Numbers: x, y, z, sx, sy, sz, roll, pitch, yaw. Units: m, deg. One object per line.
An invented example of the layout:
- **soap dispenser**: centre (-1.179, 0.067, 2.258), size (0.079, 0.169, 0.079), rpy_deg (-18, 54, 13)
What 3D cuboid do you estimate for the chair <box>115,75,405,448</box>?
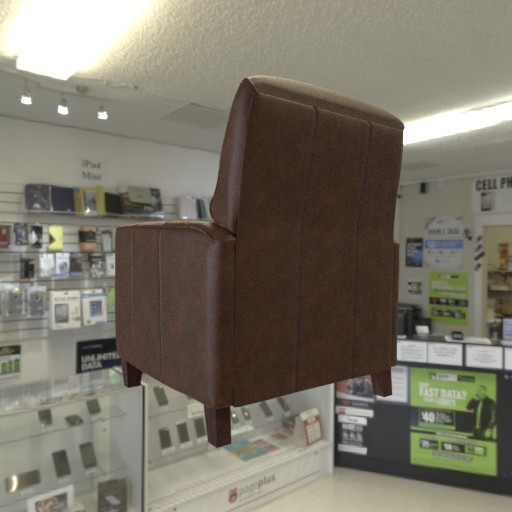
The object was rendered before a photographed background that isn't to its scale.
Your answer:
- **chair**: centre (0.000, 0.000, 1.652), size (0.839, 1.010, 0.850), rpy_deg (0, 0, -36)
